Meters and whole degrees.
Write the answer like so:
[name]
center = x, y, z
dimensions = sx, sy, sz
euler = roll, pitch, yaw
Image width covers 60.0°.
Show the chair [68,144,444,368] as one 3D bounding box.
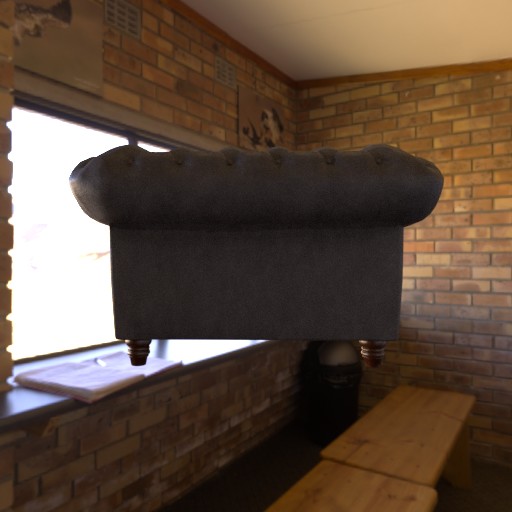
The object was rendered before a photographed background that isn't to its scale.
[chair]
center = 0.000, 0.000, 1.875
dimensions = 1.298, 0.780, 0.943
euler = 0, 0, 1
